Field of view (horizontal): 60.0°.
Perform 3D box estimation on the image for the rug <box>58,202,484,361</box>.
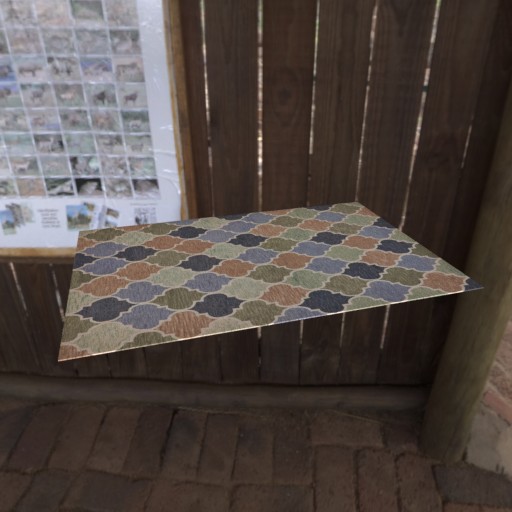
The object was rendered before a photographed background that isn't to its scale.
[{"bbox_3d":[0.000,0.000,2.918,2.284,0.006,1.521,-7,27,-15],"label":"rug"}]
